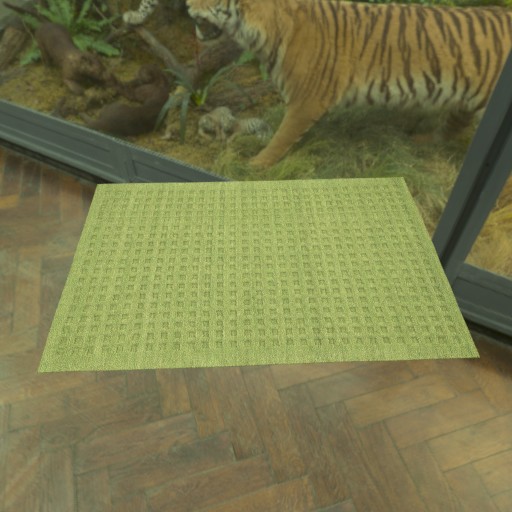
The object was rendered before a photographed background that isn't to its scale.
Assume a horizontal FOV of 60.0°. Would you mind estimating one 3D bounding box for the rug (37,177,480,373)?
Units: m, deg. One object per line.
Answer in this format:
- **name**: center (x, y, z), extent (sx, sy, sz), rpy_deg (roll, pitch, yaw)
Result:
- **rug**: center (0.000, 0.000, 2.800), extent (2.297, 0.007, 1.529), rpy_deg (-2, 48, -2)
